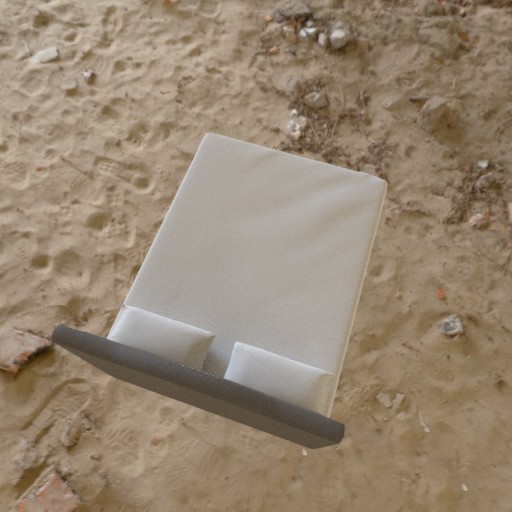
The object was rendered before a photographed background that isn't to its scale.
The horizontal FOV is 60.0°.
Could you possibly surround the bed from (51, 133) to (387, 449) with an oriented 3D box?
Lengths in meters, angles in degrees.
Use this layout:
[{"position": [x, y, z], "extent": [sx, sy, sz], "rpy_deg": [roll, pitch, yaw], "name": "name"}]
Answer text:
[{"position": [0.000, 0.000, 3.407], "extent": [1.821, 1.436, 2.282], "rpy_deg": [17, 67, 8], "name": "bed"}]
